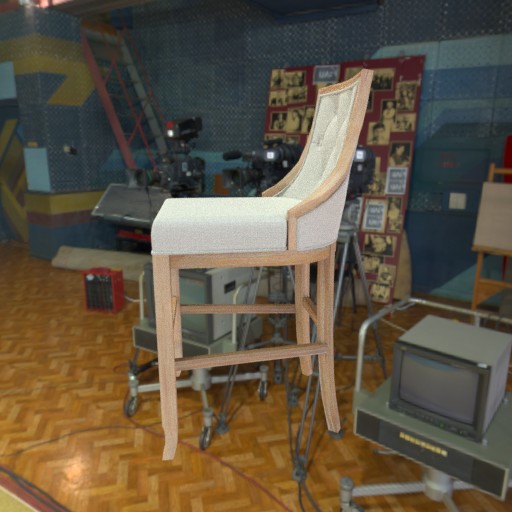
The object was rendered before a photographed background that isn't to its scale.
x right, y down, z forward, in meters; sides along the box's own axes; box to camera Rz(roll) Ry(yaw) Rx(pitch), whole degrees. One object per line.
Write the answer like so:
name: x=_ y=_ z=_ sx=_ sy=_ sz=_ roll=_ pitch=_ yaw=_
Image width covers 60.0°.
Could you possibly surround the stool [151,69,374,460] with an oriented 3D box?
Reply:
stool: x=0.000 y=0.000 z=1.467 sx=0.626 sy=1.101 sz=0.524 roll=-2 pitch=14 yaw=-7
